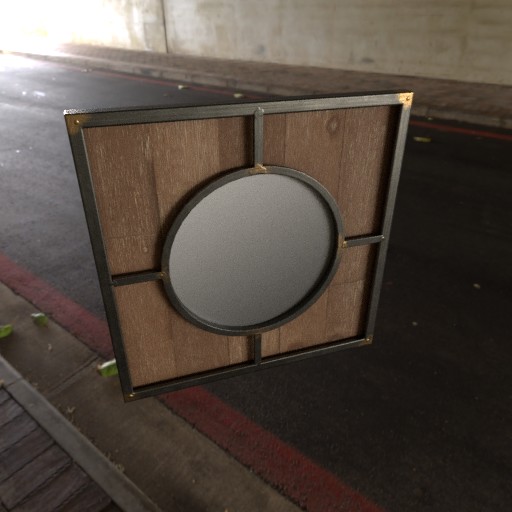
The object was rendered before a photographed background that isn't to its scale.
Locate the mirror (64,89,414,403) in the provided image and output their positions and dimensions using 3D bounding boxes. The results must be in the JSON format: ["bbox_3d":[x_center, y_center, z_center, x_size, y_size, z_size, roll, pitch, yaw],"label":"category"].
[{"bbox_3d":[0.000,0.000,0.564,0.382,0.381,0.020,-9,31,-16],"label":"mirror"}]
